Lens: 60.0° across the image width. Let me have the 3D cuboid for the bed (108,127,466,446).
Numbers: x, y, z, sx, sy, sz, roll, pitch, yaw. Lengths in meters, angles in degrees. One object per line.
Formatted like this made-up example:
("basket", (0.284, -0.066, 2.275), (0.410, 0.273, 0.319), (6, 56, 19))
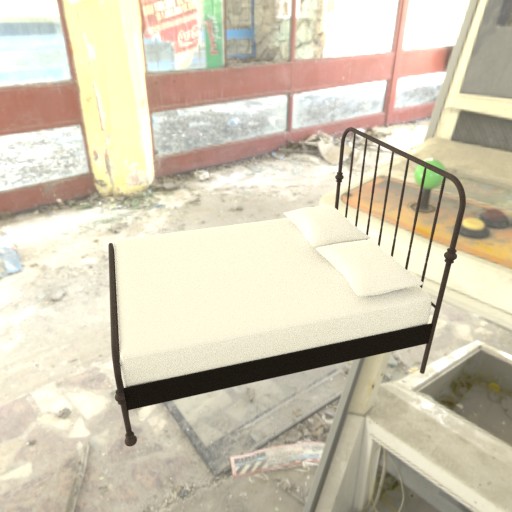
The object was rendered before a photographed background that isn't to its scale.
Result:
("bed", (0.000, 0.000, 3.253), (2.134, 1.446, 1.616), (-8, 30, -15))
